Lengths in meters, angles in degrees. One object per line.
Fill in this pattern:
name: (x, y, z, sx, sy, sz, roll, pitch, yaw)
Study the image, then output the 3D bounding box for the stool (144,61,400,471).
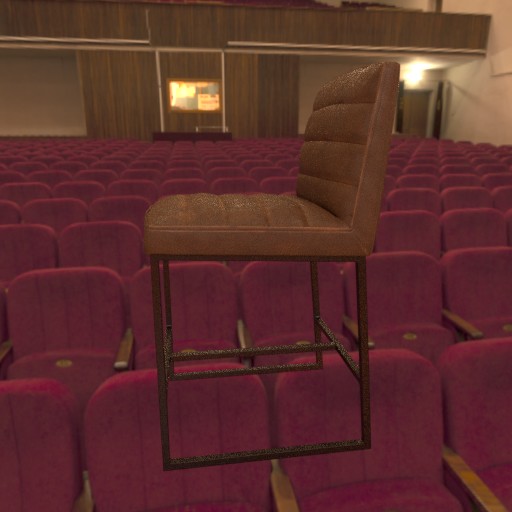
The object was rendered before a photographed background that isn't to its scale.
stool: (0.000, 0.000, 1.199, 0.562, 0.942, 0.463, -2, 15, -8)
